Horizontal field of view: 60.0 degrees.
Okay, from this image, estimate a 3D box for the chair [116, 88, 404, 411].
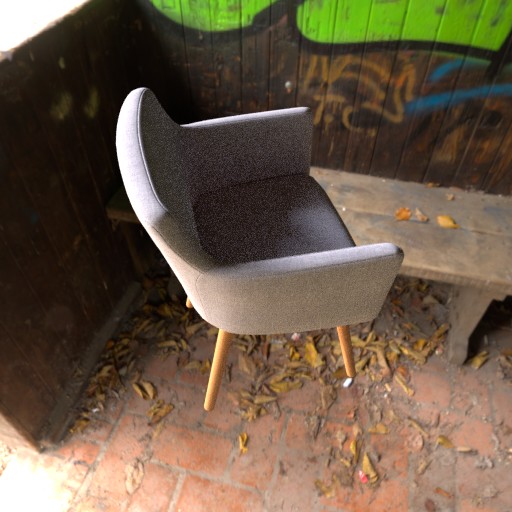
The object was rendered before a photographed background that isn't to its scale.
[{"bbox_3d":[0.000,0.000,1.150,0.540,0.780,0.570,-10,48,-9],"label":"chair"}]
